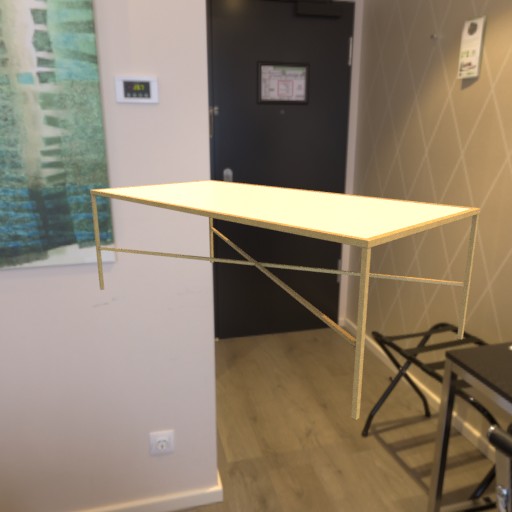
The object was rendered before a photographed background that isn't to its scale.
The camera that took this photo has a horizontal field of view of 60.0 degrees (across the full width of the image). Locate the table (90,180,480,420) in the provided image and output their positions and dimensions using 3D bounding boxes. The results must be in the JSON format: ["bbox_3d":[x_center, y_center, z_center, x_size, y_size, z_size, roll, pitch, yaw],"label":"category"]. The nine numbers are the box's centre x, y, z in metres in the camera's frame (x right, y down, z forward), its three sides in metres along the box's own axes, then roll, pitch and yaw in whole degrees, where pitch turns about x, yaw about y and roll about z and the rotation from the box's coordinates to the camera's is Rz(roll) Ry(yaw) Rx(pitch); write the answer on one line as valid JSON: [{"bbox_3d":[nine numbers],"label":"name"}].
[{"bbox_3d":[0.000,0.000,1.514,0.580,0.398,1.206,-14,21,-43],"label":"table"}]
